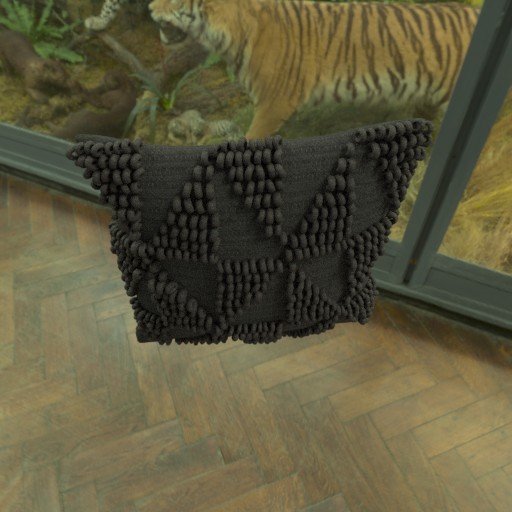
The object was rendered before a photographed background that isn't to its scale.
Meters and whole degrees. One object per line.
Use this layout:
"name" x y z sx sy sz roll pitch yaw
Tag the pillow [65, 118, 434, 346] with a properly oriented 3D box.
"pillow" 0.000 0.000 0.721 0.470 0.467 0.172 -5 48 -4
